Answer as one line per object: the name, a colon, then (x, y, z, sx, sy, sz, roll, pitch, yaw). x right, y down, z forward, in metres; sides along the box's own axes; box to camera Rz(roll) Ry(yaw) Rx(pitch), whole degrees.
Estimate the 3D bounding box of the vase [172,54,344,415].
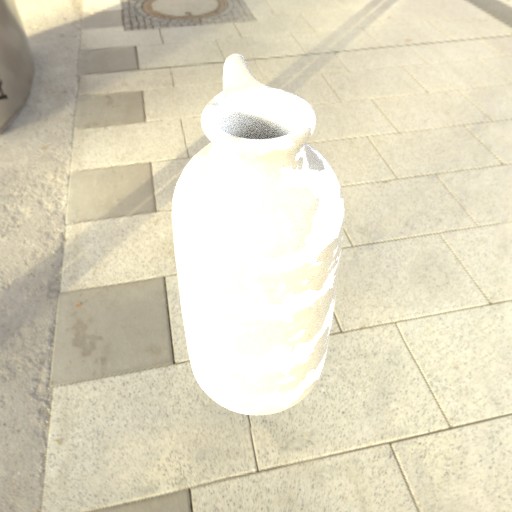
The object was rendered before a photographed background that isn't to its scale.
vase: (0.000, 0.000, 0.487, 0.186, 0.382, 0.203, -11, 48, -10)
